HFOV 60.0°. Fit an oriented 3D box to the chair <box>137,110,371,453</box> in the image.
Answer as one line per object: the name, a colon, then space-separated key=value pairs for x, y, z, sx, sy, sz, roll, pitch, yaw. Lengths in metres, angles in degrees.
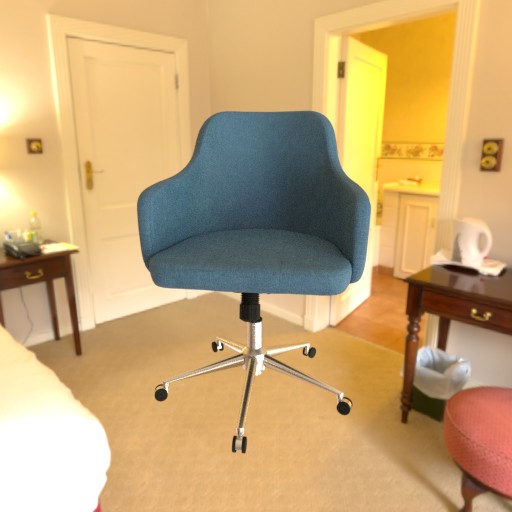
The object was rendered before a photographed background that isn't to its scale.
chair: x=0.000 y=0.000 z=1.270 sx=0.599 sy=0.820 sz=0.655 roll=2 pitch=15 yaw=8
